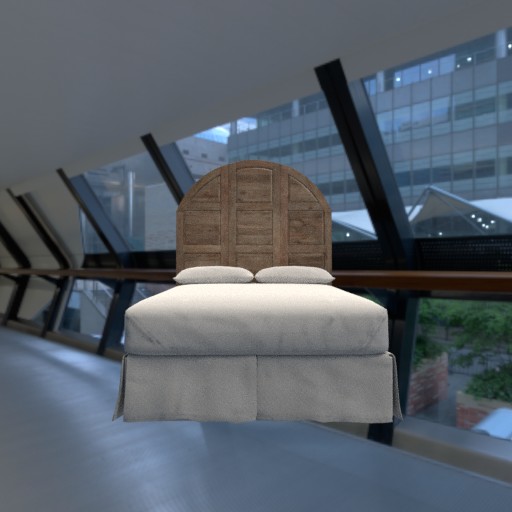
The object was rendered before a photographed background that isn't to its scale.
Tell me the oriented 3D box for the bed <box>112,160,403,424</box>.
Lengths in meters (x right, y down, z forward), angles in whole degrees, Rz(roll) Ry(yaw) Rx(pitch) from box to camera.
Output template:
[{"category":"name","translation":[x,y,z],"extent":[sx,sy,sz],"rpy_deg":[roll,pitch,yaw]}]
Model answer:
[{"category":"bed","translation":[0.000,0.000,3.618],"extent":[1.713,2.002,2.112],"rpy_deg":[0,0,-1]}]
